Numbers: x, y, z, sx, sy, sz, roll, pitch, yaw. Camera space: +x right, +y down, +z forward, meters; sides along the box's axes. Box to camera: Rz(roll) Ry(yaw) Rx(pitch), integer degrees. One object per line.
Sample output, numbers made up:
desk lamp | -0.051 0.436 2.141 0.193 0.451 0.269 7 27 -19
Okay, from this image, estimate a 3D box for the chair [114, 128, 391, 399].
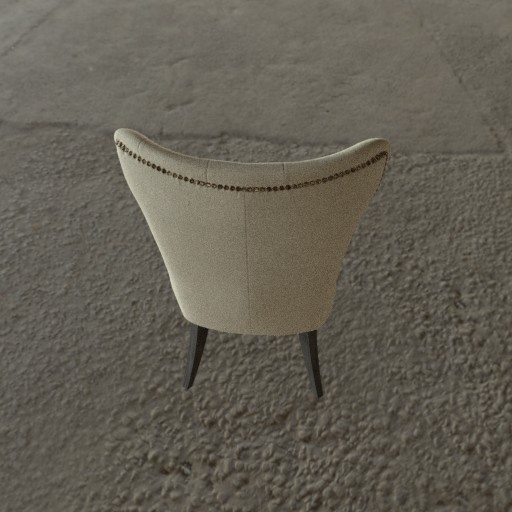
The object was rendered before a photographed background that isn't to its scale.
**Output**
chair | 0.000 0.000 1.395 0.584 1.065 0.590 3 46 3
